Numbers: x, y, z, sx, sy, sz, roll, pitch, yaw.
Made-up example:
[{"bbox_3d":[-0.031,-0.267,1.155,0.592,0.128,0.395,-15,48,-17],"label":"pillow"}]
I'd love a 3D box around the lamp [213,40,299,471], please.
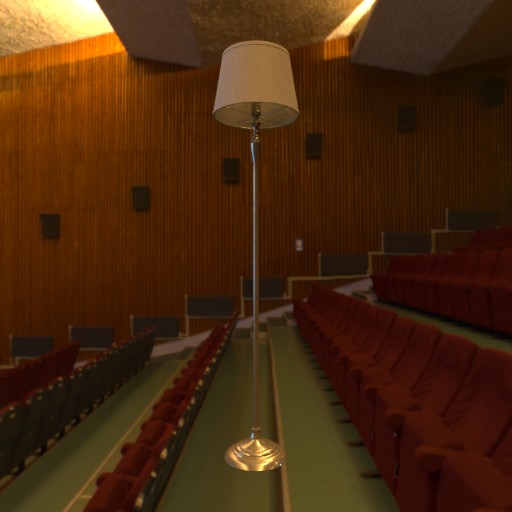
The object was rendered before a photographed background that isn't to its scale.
[{"bbox_3d":[0.000,0.000,1.672,0.327,1.506,0.327,0,0,0],"label":"lamp"}]
